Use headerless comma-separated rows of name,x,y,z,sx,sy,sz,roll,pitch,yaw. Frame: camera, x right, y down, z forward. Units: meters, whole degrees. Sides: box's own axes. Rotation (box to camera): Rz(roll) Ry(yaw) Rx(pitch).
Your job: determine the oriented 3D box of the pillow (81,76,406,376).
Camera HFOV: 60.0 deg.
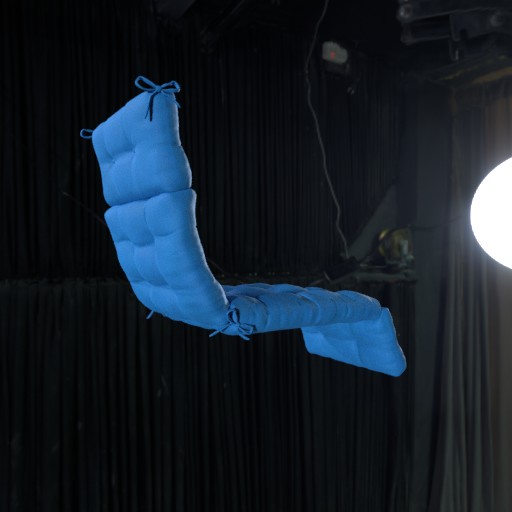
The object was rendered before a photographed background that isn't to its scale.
pillow,0.000,0.000,1.501,1.016,0.863,0.526,-1,1,-35
